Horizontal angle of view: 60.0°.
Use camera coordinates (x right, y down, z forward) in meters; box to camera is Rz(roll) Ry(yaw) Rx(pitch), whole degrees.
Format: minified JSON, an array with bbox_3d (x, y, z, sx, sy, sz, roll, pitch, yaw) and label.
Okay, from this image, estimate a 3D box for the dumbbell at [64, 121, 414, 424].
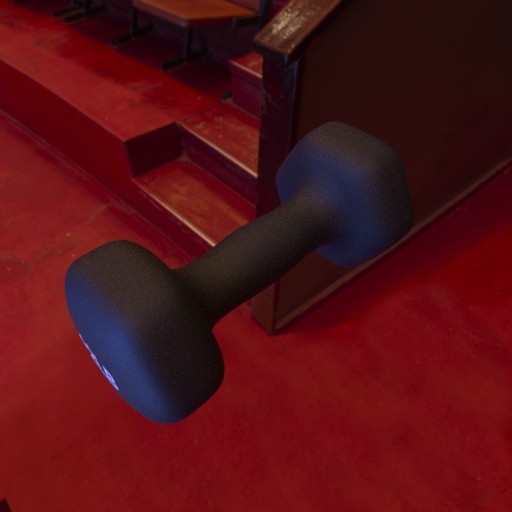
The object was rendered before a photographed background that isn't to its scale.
[{"bbox_3d":[0.000,0.000,0.291,0.231,0.101,0.112,-34,55,-28],"label":"dumbbell"}]
